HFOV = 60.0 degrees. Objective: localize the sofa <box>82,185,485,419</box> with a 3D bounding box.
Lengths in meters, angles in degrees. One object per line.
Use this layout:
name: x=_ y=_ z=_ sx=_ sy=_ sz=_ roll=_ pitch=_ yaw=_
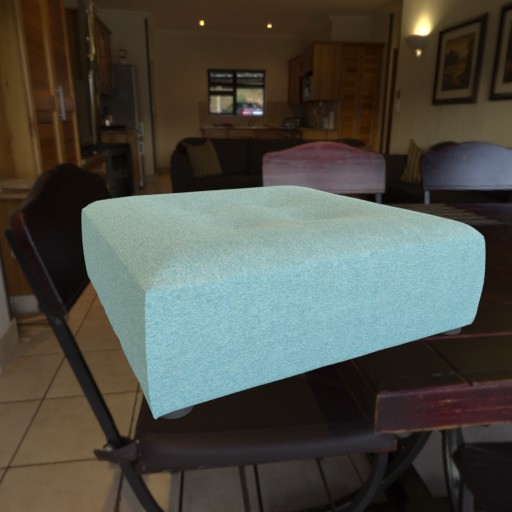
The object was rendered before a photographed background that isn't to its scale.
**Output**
sofa: x=0.000 y=0.000 z=1.407 sx=0.930 sy=0.330 sz=0.930 roll=-8 pitch=19 yaw=-26
